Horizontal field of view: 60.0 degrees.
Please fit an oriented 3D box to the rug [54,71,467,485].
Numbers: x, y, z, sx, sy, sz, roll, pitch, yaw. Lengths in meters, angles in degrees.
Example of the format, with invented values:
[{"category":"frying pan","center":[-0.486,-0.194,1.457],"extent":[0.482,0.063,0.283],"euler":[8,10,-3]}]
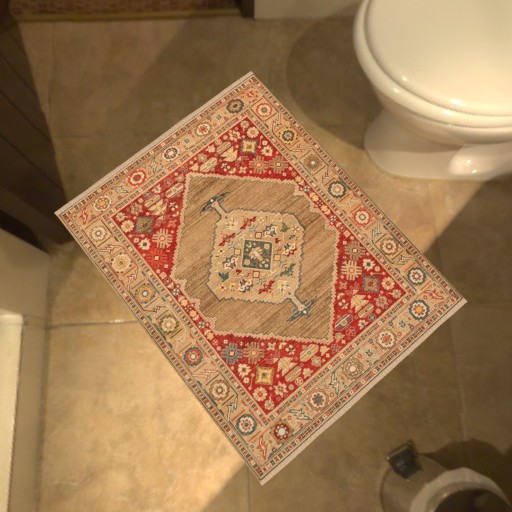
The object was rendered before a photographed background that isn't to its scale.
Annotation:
[{"category":"rug","center":[0.000,0.000,4.170],"extent":[2.451,0.008,3.143],"euler":[-39,80,-8]}]
